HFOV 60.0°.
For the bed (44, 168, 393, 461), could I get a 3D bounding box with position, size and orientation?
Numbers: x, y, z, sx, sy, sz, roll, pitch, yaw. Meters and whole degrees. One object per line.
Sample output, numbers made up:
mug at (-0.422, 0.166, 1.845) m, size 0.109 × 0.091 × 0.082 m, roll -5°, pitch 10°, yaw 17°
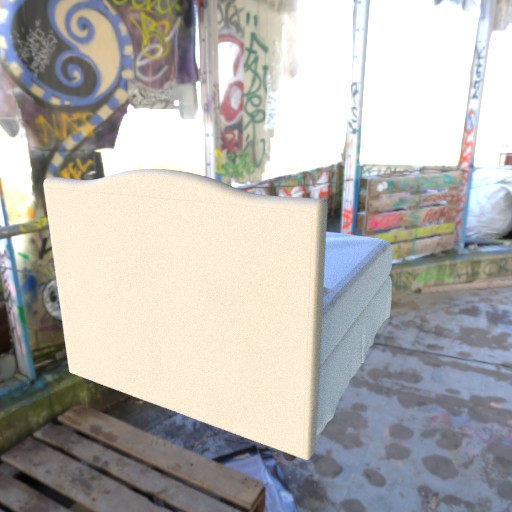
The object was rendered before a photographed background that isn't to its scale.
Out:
bed at (0.000, 0.000, 3.166) m, size 1.678 × 1.398 × 2.052 m, roll 9°, pitch 19°, yaw 27°
